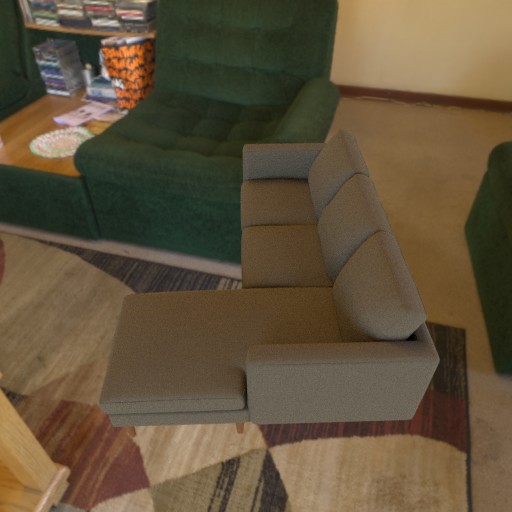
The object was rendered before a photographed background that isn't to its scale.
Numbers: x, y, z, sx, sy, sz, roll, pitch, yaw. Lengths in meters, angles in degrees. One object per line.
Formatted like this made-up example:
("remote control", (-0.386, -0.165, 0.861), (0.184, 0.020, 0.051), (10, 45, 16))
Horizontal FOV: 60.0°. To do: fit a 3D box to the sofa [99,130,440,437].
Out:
("sofa", (0.000, 0.000, 2.866), (1.591, 0.897, 2.031), (-1, 42, -1))
